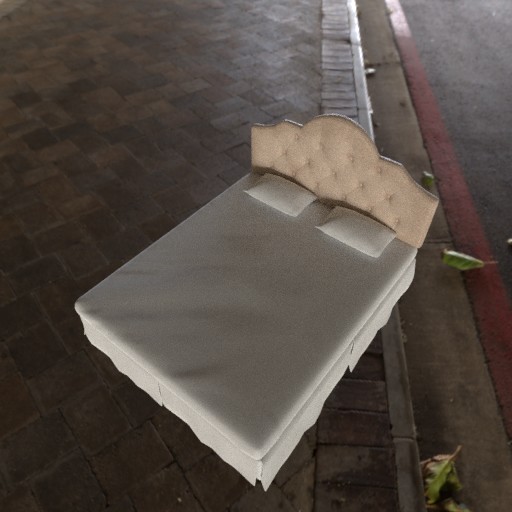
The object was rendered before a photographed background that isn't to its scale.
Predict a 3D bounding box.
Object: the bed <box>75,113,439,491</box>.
[{"bbox_3d":[0.000,0.000,2.940,1.667,1.194,1.970,30,53,26],"label":"bed"}]
